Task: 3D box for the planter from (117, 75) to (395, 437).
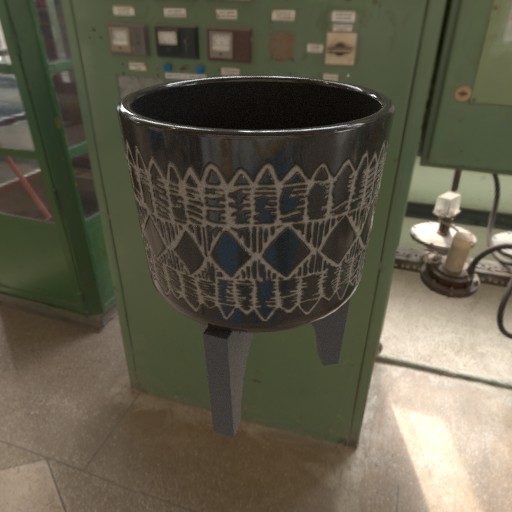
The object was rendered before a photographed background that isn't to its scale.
[{"bbox_3d":[0.000,0.000,0.257,0.129,0.177,0.129,0,31,0],"label":"planter"}]
